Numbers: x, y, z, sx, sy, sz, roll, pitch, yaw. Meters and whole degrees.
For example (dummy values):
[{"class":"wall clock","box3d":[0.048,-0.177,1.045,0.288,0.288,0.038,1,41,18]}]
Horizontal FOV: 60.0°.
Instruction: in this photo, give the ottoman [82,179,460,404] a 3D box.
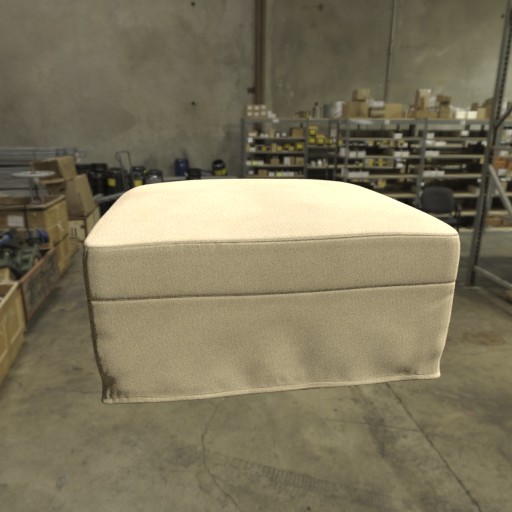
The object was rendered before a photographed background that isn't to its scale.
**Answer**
[{"class":"ottoman","box3d":[0.000,0.000,1.359,0.842,0.441,0.843,-2,17,-8]}]
